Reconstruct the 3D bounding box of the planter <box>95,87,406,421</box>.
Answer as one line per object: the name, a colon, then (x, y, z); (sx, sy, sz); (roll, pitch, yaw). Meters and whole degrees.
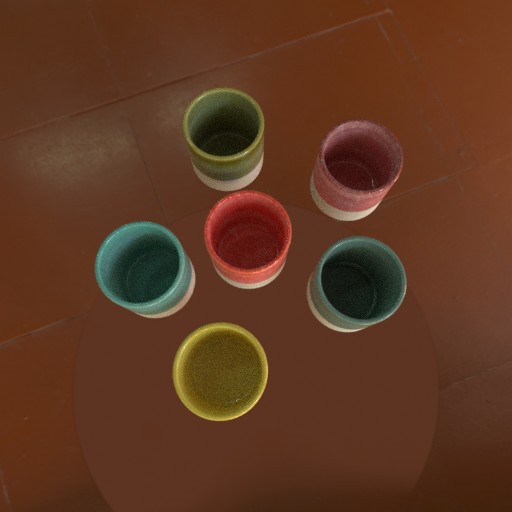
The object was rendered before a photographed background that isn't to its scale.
planter: (0.000, 0.000, 0.409); (0.257, 0.075, 0.286); (12, 76, 3)
